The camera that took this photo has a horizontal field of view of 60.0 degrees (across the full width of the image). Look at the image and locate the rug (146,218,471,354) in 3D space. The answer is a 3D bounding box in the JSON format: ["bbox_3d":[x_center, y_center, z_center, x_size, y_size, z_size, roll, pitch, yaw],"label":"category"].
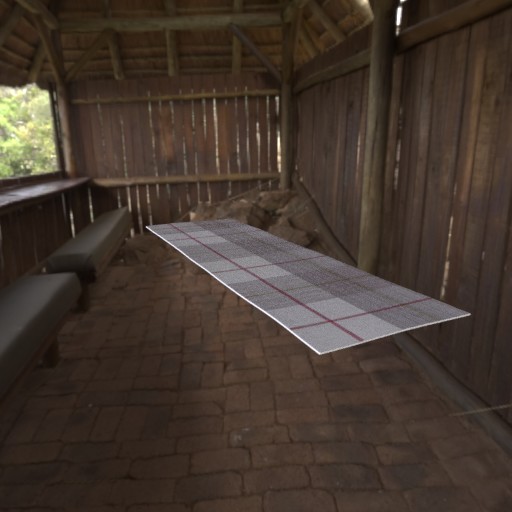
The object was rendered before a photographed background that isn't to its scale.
[{"bbox_3d":[0.000,0.000,2.725,0.762,0.013,2.439,-8,17,-26],"label":"rug"}]
